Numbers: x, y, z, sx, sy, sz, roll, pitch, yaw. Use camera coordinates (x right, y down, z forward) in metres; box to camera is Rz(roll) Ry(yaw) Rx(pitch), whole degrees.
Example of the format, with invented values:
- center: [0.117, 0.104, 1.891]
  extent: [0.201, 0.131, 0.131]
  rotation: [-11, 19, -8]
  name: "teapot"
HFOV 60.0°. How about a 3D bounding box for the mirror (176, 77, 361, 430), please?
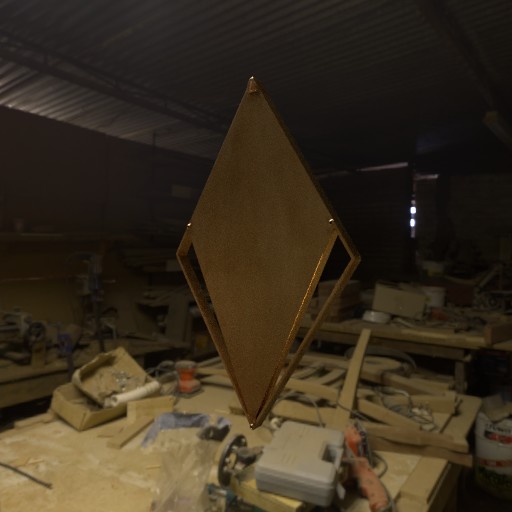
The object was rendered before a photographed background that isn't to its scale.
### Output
- center: [0.000, 0.000, 0.861]
  extent: [0.419, 0.679, 0.032]
  rotation: [1, 2, 36]
  name: "mirror"
